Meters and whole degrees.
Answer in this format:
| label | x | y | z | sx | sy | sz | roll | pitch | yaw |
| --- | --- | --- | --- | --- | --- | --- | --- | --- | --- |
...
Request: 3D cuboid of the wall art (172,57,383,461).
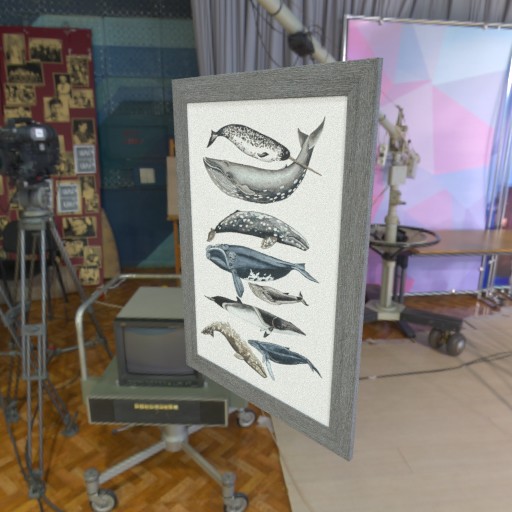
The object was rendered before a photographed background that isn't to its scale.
| label | x | y | z | sx | sy | sz | roll | pitch | yaw |
| --- | --- | --- | --- | --- | --- | --- | --- | --- | --- |
| wall art | 0.000 | 0.000 | 1.384 | 0.768 | 1.070 | 0.020 | 16 | 23 | 42 |
